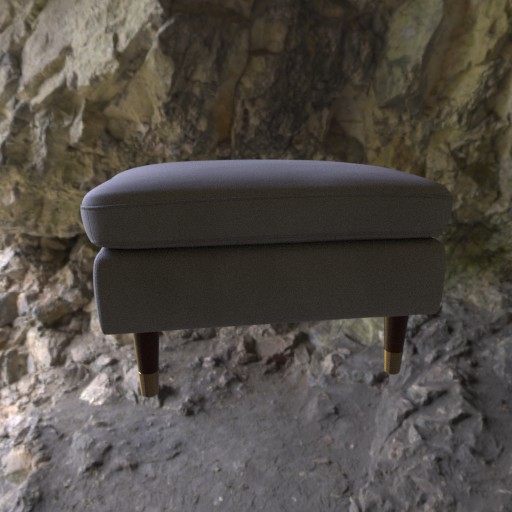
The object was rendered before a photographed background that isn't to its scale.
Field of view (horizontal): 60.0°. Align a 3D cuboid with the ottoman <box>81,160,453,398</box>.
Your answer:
[{"bbox_3d":[0.000,0.000,1.129,0.747,0.478,0.593,-2,14,-10],"label":"ottoman"}]
